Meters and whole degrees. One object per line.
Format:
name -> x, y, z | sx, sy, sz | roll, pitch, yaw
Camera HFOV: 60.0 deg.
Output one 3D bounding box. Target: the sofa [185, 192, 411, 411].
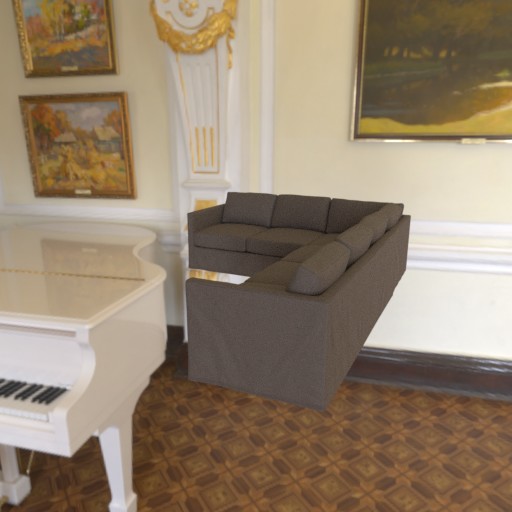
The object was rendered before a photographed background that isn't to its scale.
sofa -> 0.000, 0.000, 4.287 | 2.432, 0.871, 3.182 | 7, 16, 25
